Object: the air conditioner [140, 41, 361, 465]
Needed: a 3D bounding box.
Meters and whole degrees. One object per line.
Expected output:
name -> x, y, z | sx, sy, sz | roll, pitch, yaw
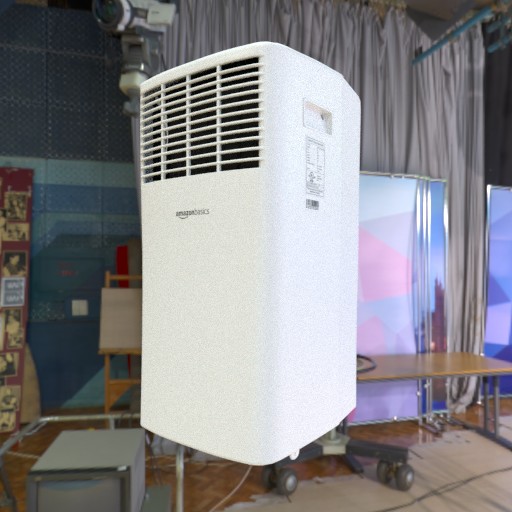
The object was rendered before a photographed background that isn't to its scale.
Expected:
air conditioner -> 0.000, 0.000, 0.796 | 0.304, 0.606, 0.349 | 0, 0, 36
